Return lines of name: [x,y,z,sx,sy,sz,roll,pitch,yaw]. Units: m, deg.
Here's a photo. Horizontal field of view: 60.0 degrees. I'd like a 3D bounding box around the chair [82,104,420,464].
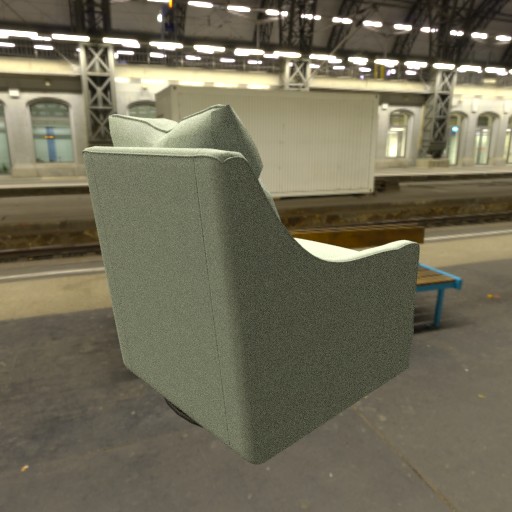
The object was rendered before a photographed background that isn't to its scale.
chair: [0.000,0.000,1.525,0.870,0.926,0.760,-13,19,-41]
